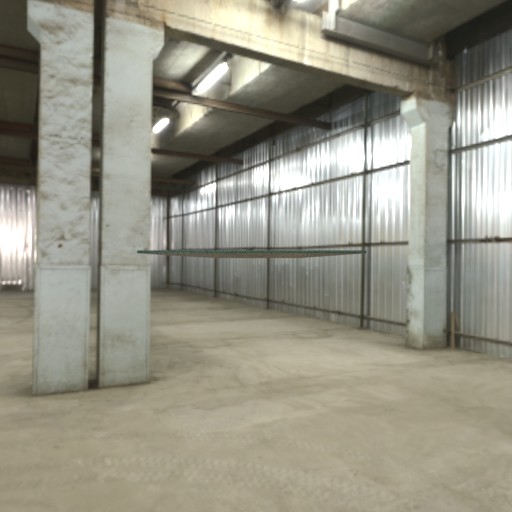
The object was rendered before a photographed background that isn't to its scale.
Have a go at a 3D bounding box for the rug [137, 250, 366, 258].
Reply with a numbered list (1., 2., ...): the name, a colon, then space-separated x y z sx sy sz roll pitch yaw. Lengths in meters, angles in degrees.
1. rug: 0.000 0.000 2.657 0.744 0.010 2.441 0 -1 1
